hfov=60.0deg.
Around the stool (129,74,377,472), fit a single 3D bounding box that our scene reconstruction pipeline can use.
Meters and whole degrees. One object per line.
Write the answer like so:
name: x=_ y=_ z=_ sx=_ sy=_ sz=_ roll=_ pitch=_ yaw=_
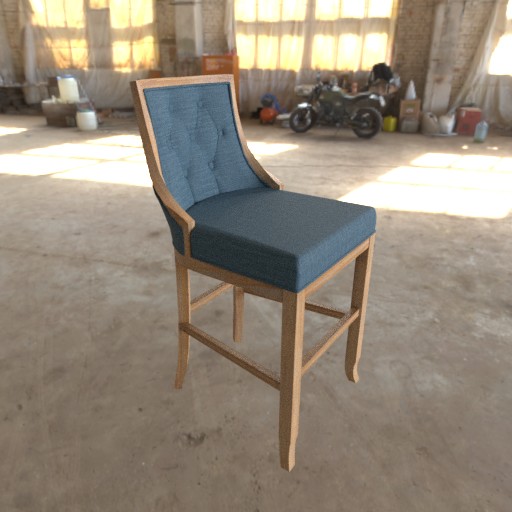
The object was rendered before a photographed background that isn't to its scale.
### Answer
stool: x=0.000 y=0.000 z=1.487 sx=0.626 sy=1.101 sz=0.524 roll=17 pitch=30 yaw=32
